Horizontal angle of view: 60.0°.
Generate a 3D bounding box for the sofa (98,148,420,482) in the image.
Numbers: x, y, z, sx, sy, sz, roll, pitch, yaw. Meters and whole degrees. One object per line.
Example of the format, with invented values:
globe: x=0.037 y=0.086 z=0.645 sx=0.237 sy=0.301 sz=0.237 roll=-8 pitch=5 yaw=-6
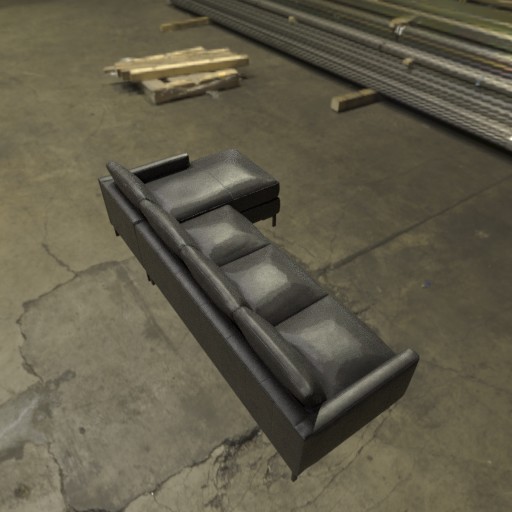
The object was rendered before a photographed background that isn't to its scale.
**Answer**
sofa: x=0.000 y=0.000 z=3.582 sx=1.471 sy=0.859 sz=2.993 roll=-25 pitch=48 yaw=-25
